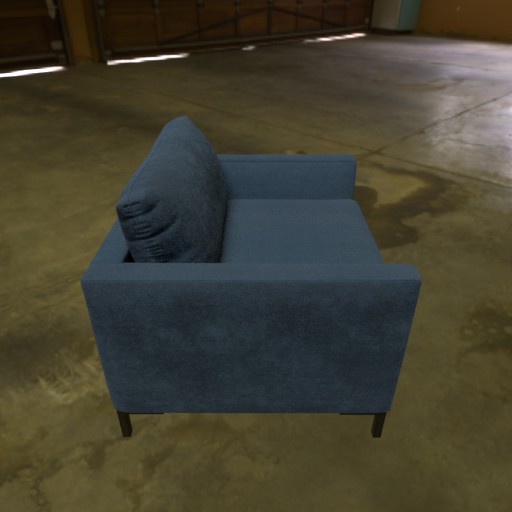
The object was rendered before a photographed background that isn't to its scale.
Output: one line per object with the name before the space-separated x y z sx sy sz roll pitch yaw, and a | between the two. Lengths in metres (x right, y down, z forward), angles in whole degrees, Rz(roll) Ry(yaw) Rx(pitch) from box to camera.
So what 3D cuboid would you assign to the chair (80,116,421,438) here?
chair | 0.000 0.000 1.590 0.875 0.812 0.964 0 32 0
